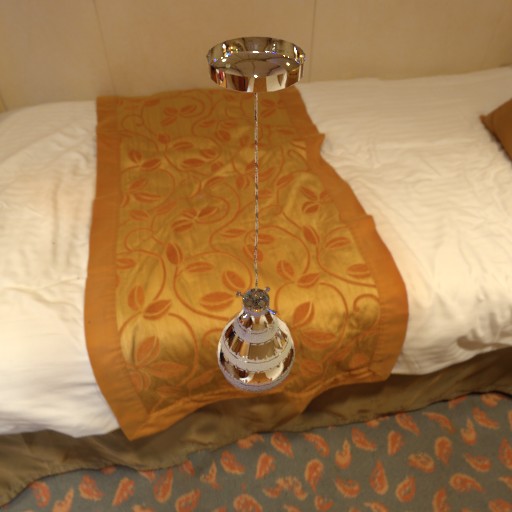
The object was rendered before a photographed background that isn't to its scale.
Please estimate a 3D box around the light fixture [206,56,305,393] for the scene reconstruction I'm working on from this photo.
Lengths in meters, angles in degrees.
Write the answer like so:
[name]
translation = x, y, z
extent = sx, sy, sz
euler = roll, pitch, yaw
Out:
[light fixture]
translation = 0.000, 0.000, 1.640
extent = 0.374, 1.457, 0.374
euler = 25, 51, 22
